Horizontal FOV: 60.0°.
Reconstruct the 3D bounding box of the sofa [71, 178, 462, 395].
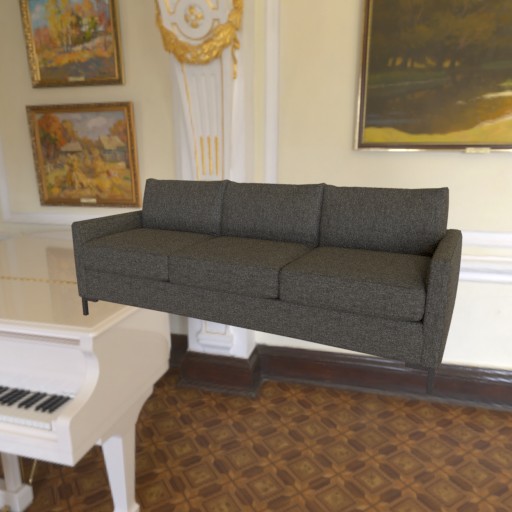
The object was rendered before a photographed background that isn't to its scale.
[{"bbox_3d":[0.000,0.000,2.711,2.253,0.879,0.876,7,15,26],"label":"sofa"}]
